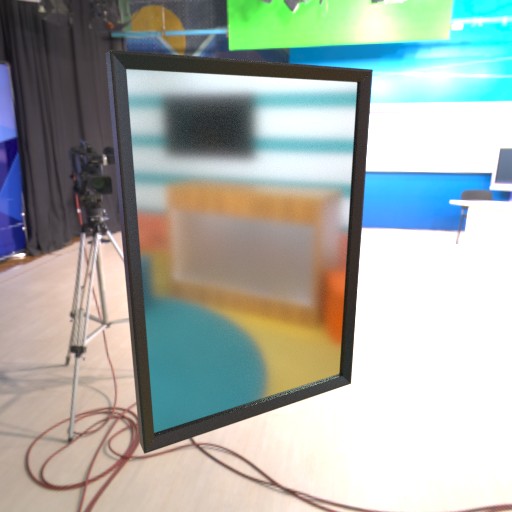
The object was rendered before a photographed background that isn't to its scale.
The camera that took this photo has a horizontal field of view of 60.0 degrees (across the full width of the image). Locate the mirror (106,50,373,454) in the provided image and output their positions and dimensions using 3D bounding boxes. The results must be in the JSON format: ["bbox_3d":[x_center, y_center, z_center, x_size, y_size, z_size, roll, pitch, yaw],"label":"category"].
[{"bbox_3d":[0.000,0.000,0.880,0.507,0.710,0.039,-9,18,-27],"label":"mirror"}]
